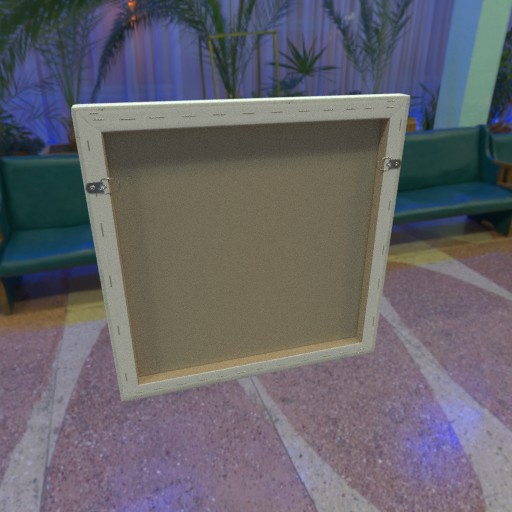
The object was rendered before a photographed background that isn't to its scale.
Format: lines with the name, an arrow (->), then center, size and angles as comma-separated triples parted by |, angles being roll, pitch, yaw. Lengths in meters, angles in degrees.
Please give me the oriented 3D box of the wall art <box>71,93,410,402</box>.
wall art -> 0.000, 0.000, 1.137 | 0.762, 0.762, 0.038 | -7, 27, -15
